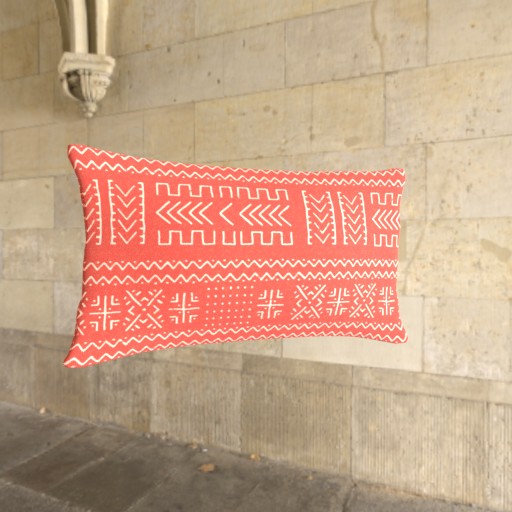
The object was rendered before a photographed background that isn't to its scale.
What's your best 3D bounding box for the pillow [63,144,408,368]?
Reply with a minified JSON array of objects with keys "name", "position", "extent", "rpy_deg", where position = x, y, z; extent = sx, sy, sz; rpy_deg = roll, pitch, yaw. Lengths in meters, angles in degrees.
[{"name":"pillow","position":[0.000,0.000,0.799],"extent":[0.640,0.352,0.130],"rpy_deg":[0,1,-19]}]
